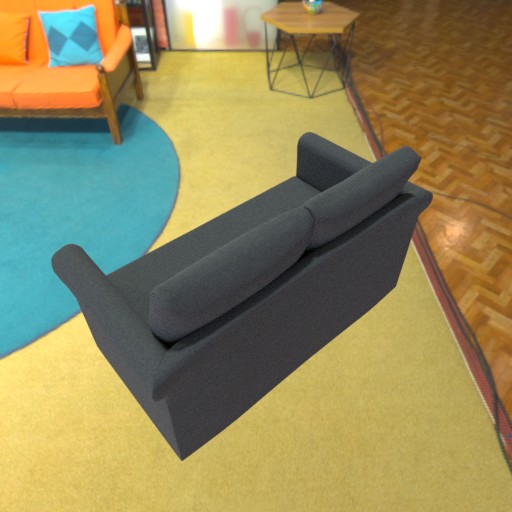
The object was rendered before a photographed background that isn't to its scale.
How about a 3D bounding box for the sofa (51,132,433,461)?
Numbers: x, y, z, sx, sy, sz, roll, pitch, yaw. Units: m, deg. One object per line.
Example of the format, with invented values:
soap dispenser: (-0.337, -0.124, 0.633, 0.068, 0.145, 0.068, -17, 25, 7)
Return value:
sofa: (0.000, 0.000, 1.954, 1.460, 0.872, 0.741, -31, 52, -28)
